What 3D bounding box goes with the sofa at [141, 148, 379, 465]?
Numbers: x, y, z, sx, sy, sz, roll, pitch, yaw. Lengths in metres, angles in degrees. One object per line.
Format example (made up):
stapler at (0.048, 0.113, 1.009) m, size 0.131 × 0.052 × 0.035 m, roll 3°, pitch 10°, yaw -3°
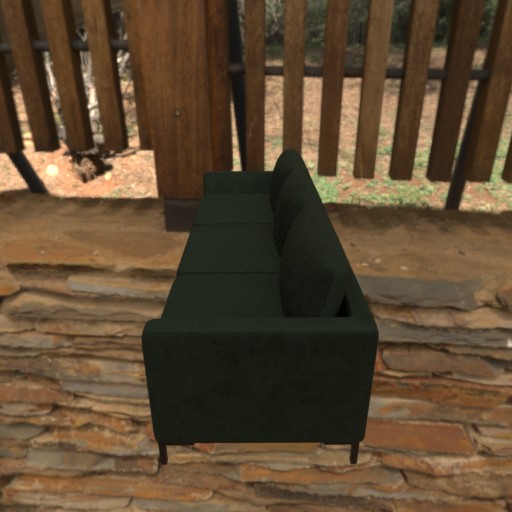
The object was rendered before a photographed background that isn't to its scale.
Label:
sofa at (0.000, 0.000, 2.623) m, size 0.859 × 0.870 × 2.218 m, roll 0°, pitch 25°, yaw 0°
